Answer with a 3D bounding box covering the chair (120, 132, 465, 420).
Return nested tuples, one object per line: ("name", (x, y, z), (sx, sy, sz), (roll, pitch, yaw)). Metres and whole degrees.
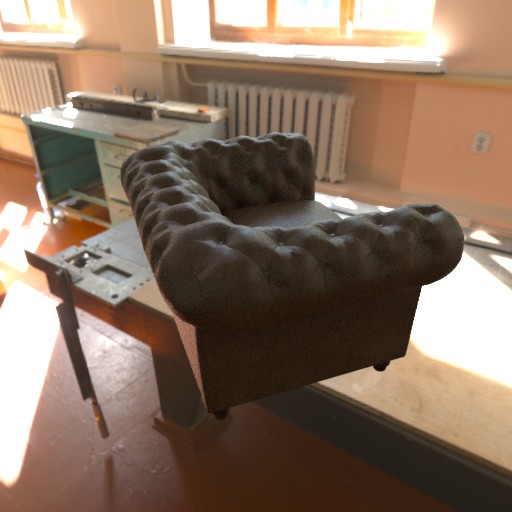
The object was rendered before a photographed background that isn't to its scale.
("chair", (0.000, 0.000, 1.887), (0.954, 0.784, 1.298), (-10, 31, -18))
